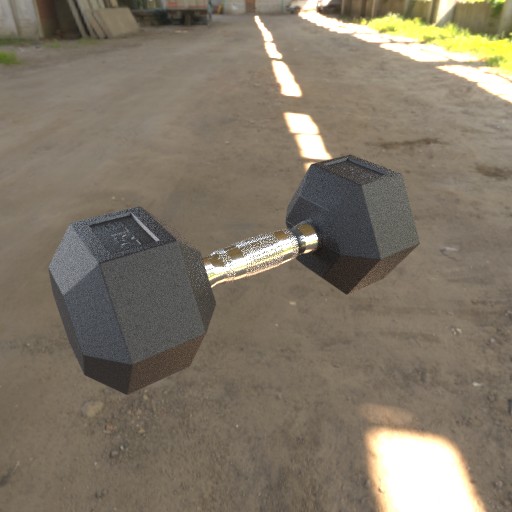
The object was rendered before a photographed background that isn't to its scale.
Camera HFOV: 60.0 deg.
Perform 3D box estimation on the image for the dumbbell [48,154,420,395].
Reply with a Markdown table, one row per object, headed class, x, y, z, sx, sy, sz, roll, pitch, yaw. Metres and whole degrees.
| class | x | y | z | sx | sy | sz | roll | pitch | yaw |
| --- | --- | --- | --- | --- | --- | --- | --- | --- | --- |
| dumbbell | 0.000 | 0.000 | 0.381 | 0.315 | 0.113 | 0.129 | -19 | 36 | -29 |
